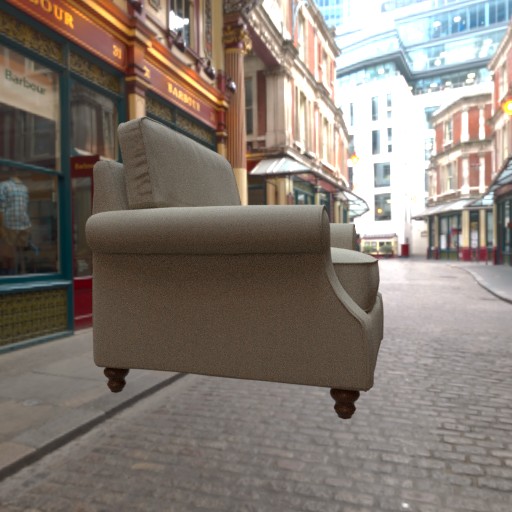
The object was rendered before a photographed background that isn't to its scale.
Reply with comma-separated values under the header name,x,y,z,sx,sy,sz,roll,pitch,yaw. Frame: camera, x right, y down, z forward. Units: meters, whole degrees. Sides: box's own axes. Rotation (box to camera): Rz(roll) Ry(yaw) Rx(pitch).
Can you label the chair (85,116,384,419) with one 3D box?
name,x,y,z,sx,sy,sz,roll,pitch,yaw
chair,0.000,0.000,1.791,0.966,0.967,1.029,0,0,18
